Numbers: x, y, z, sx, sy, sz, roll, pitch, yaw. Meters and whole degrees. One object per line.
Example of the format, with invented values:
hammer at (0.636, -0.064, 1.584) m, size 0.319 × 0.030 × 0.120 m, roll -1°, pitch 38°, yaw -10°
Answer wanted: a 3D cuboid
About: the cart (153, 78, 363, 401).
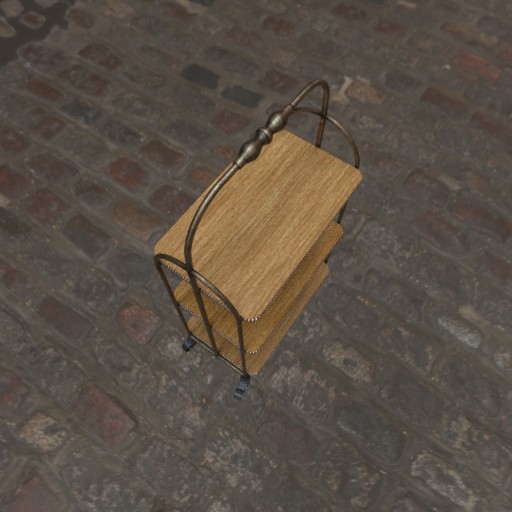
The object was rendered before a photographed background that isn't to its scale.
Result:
cart at (0.000, 0.000, 1.353) m, size 0.330 × 1.052 × 0.650 m, roll 33°, pitch 68°, yaw 15°
